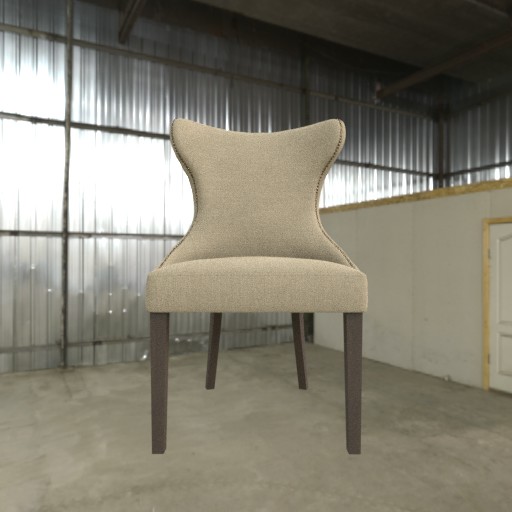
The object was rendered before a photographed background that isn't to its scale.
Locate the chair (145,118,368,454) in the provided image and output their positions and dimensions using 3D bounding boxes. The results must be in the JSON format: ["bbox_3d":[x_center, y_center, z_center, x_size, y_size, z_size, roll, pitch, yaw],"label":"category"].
[{"bbox_3d":[0.000,0.000,1.388,0.628,0.967,0.635,0,0,0],"label":"chair"}]
